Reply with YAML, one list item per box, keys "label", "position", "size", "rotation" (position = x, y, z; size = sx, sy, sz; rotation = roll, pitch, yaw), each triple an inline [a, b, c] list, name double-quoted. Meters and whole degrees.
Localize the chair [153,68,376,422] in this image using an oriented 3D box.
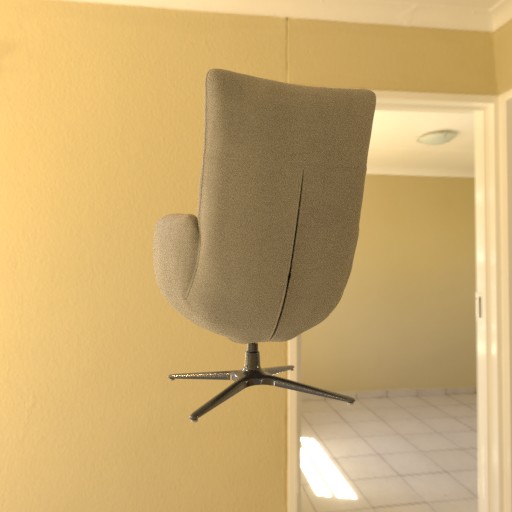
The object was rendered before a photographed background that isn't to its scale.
- label: "chair"
  position: [0.000, 0.000, 1.645]
  size: [0.711, 1.016, 0.889]
  rotation: [0, -1, -18]
